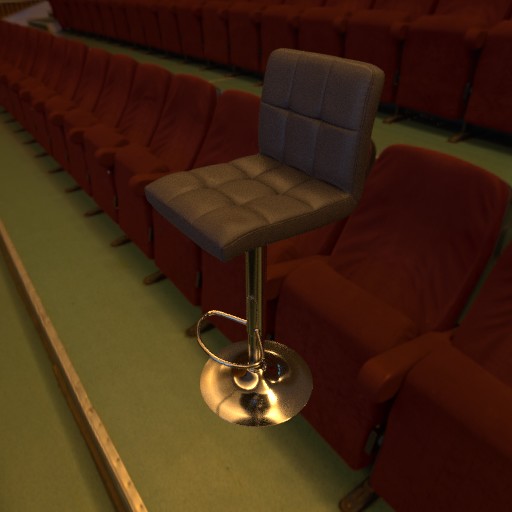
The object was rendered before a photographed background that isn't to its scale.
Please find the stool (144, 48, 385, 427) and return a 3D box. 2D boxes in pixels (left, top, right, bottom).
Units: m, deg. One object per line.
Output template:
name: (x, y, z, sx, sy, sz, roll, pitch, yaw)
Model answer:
stool: (0.000, 0.000, 1.378, 0.505, 1.115, 0.430, -22, 38, -30)
